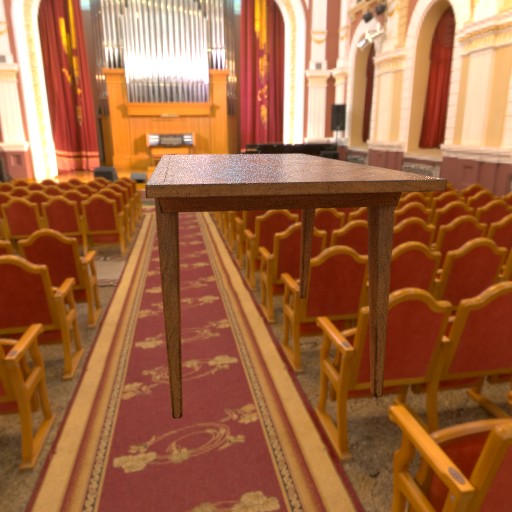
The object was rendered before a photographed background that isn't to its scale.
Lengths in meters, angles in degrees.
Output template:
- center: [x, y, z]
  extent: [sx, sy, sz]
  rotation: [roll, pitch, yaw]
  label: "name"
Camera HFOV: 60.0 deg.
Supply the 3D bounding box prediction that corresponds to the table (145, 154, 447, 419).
- center: [0.000, 0.000, 1.845]
  extent: [0.757, 0.760, 1.400]
  rotation: [-3, 16, -9]
  label: "table"
